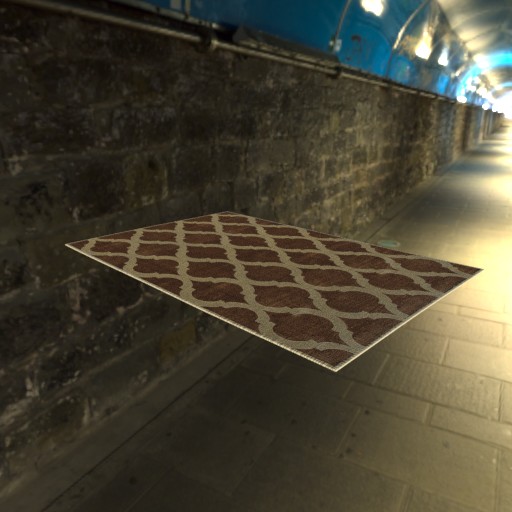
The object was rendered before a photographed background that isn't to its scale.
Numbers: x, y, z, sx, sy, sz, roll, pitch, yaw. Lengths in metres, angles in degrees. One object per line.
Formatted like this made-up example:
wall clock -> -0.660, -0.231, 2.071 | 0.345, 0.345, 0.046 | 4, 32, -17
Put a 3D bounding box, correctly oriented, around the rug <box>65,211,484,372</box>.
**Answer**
rug -> 0.000, 0.000, 2.857 | 2.284, 0.008, 1.522 | 17, 24, 42
